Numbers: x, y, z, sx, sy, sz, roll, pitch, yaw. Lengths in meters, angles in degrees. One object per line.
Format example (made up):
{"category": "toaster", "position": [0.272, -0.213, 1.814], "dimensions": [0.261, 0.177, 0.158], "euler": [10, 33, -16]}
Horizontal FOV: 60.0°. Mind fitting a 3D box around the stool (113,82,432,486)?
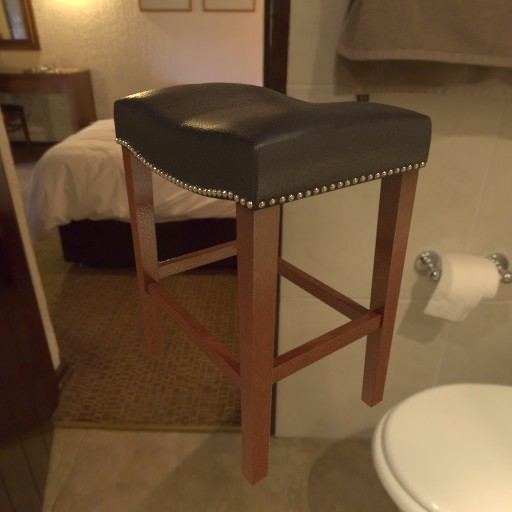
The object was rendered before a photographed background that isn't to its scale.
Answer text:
{"category": "stool", "position": [0.000, 0.000, 0.940], "dimensions": [0.372, 0.654, 0.504], "euler": [-18, 32, -32]}
